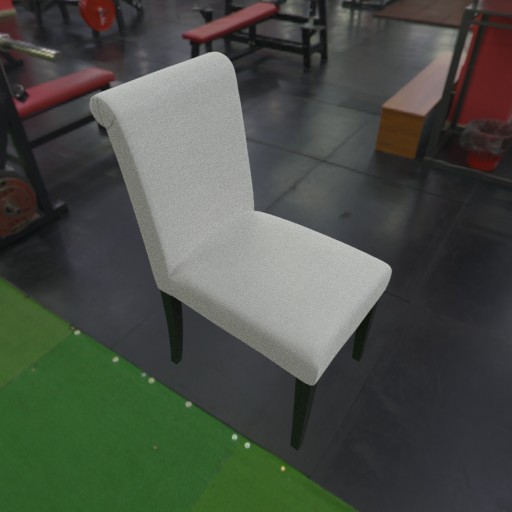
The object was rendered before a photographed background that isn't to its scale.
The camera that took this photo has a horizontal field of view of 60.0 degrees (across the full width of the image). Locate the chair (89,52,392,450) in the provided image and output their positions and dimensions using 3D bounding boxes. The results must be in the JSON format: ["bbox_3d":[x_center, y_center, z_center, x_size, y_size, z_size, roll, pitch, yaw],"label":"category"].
[{"bbox_3d":[0.000,0.000,1.354,0.708,0.976,0.452,26,47,27],"label":"chair"}]
